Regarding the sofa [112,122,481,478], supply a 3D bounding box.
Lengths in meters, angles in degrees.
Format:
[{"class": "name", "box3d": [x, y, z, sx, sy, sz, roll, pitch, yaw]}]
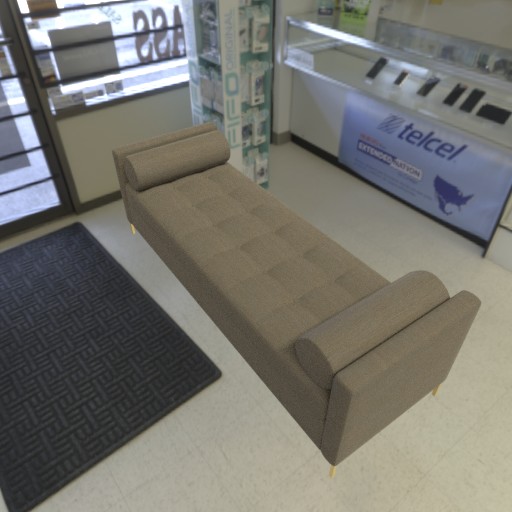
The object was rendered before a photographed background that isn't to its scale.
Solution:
[{"class": "sofa", "box3d": [0.000, 0.000, 2.308, 0.686, 0.635, 1.981, -24, 46, -26]}]
